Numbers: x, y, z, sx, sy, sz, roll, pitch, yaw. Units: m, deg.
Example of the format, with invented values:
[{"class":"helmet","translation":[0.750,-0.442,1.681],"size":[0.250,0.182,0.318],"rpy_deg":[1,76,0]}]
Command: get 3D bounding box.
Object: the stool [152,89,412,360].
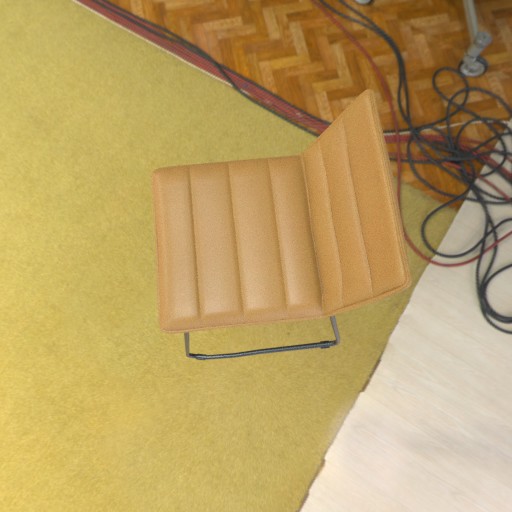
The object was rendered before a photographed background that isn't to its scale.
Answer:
[{"class":"stool","translation":[0.000,0.000,1.187],"size":[0.524,0.866,0.489],"rpy_deg":[-6,75,-2]}]
